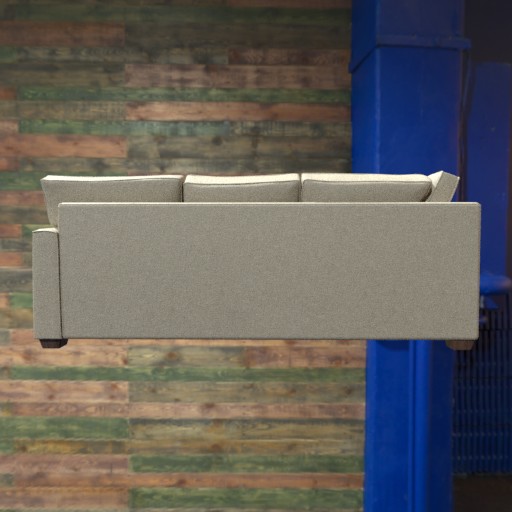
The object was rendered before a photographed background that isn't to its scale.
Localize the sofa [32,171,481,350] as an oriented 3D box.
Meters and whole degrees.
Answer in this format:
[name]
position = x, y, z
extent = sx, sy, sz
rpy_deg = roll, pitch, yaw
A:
[sofa]
position = 0.000, 0.000, 2.789
extent = 2.323, 0.948, 1.053
rpy_deg = 0, 2, 1
